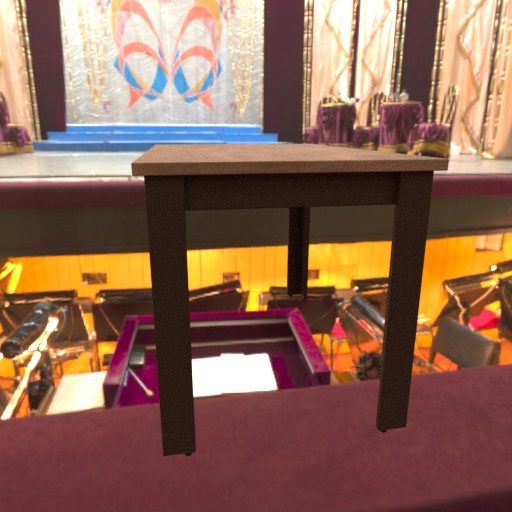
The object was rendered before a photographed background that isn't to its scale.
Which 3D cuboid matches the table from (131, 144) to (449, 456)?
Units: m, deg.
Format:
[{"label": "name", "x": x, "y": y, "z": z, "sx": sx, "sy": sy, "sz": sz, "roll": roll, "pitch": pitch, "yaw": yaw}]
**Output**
[{"label": "table", "x": 0.000, "y": 0.000, "z": 1.569, "sx": 0.700, "sy": 0.734, "sz": 1.100, "roll": -3, "pitch": 16, "yaw": -9}]
